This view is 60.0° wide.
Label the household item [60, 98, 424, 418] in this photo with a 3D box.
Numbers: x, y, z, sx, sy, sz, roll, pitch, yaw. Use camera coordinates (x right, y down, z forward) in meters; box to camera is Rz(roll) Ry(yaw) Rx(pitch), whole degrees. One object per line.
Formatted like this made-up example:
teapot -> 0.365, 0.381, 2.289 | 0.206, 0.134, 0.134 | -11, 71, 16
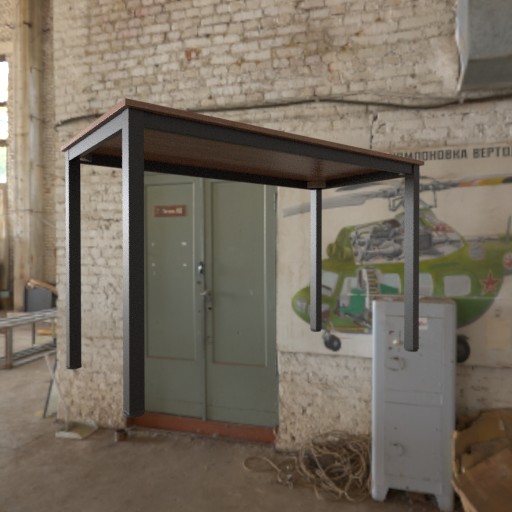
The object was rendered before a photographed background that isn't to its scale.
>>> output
household item -> 0.000, 0.000, 1.620 | 1.200, 0.750, 0.600 | -1, 1, -37
